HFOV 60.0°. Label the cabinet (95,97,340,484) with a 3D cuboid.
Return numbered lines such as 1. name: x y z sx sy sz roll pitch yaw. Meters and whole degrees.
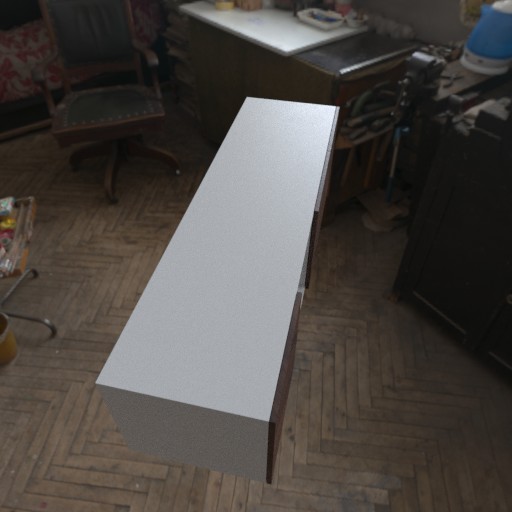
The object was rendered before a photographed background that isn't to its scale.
1. cabinet: 0.000 0.000 1.705 0.431 0.533 1.499 9 46 9
